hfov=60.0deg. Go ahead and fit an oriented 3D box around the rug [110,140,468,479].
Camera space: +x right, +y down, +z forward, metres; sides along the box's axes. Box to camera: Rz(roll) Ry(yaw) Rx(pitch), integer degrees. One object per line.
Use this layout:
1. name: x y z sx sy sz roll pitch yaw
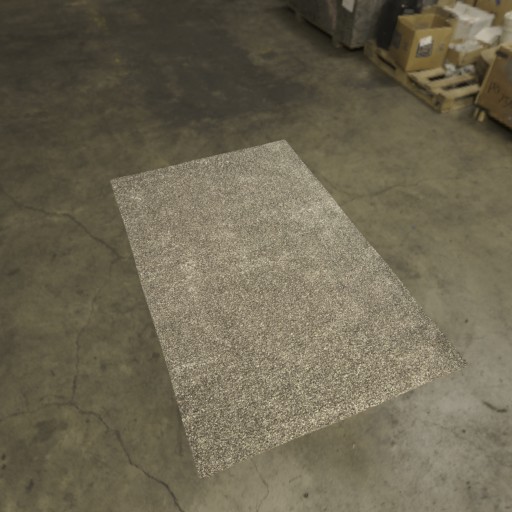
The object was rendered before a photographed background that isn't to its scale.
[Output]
1. rug: 0.000 0.000 2.917 1.502 0.025 2.350 -17 49 -15
